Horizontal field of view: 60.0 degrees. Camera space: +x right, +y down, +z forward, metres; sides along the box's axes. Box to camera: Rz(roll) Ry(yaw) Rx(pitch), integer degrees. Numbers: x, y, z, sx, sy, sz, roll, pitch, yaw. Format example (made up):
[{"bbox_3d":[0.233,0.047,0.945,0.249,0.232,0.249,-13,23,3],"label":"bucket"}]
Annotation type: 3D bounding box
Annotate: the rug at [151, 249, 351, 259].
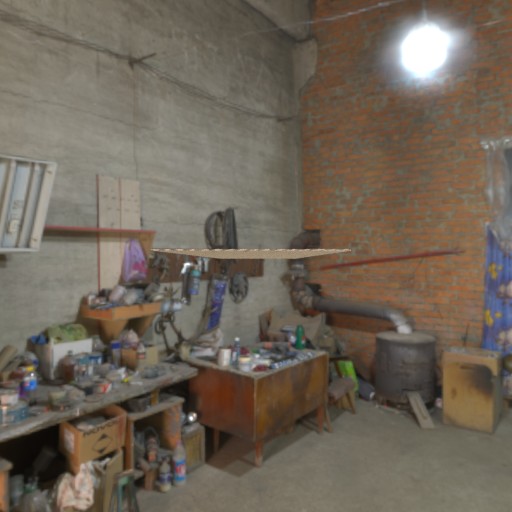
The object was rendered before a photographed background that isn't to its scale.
[{"bbox_3d":[0.000,0.000,2.639,0.660,0.005,2.464,0,-1,1],"label":"rug"}]
